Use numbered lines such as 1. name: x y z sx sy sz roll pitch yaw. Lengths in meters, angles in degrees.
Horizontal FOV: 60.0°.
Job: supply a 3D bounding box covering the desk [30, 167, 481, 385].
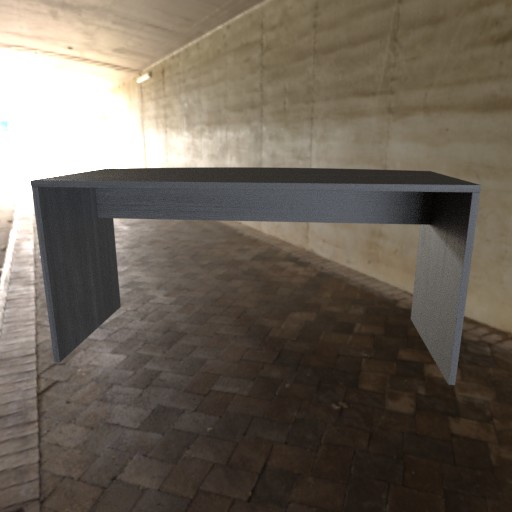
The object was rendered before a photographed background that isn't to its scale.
1. desk: 0.000 0.000 2.043 1.600 0.750 0.802 2 15 6
